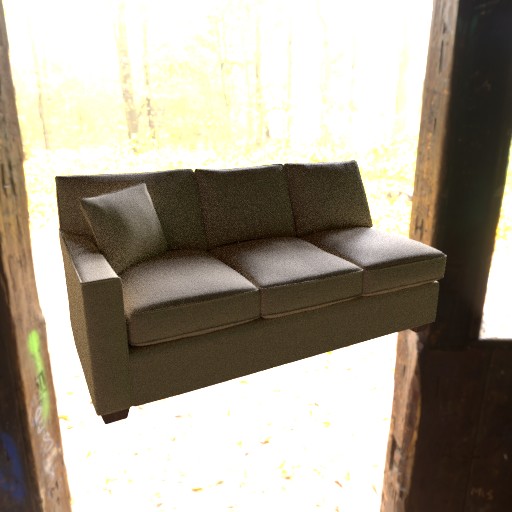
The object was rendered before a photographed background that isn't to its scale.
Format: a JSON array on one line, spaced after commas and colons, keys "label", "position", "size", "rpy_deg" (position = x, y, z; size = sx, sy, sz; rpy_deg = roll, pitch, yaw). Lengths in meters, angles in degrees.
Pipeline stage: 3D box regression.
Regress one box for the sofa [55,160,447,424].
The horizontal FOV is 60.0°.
[{"label": "sofa", "position": [0.000, 0.000, 2.500], "size": [1.962, 0.946, 1.034], "rpy_deg": [-9, 19, -26]}]
